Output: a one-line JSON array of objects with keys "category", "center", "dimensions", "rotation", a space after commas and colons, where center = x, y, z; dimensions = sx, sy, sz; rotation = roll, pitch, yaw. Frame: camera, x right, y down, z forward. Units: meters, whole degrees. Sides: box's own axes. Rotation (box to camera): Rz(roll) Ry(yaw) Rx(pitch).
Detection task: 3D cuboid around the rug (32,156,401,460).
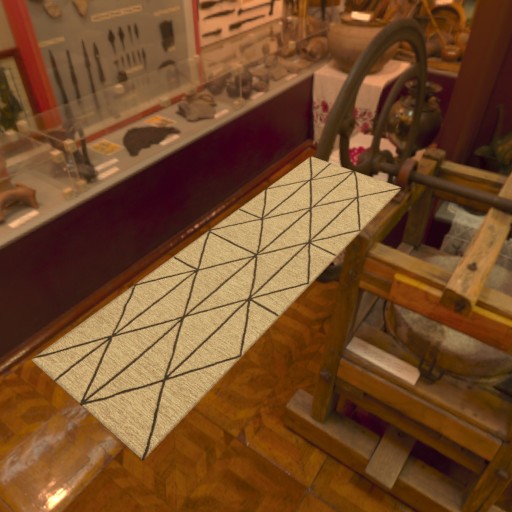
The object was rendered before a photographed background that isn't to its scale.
[{"category": "rug", "center": [0.000, 0.000, 2.612], "dimensions": [0.762, 0.012, 2.438], "rotation": [27, 48, 27]}]
